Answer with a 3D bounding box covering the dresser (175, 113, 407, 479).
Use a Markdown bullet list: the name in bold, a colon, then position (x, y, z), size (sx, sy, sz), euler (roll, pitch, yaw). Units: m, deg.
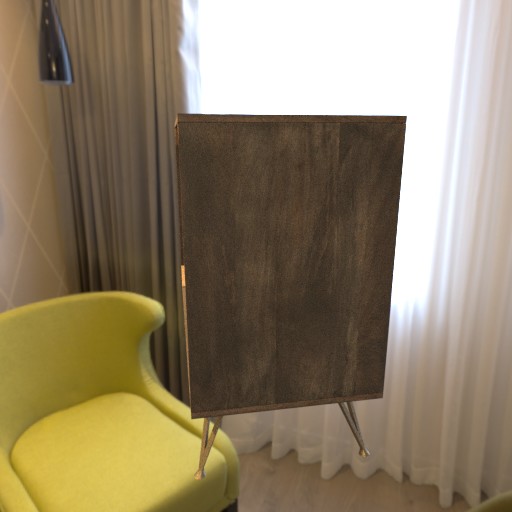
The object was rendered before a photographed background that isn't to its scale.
- **dresser**: position (0.000, 0.000, 1.374), size (0.453, 0.801, 0.923), euler (-3, 16, -10)
